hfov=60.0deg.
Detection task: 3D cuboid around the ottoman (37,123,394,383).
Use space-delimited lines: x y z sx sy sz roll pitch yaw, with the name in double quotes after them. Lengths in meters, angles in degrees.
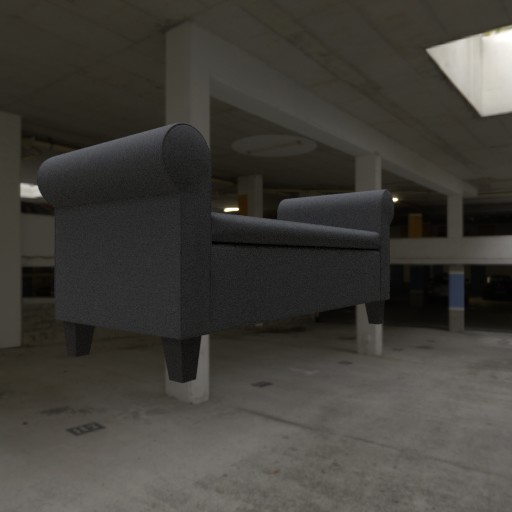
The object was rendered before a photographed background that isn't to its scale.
0.000 0.000 1.516 0.521 0.547 1.256 0 -1 38 "ottoman"
